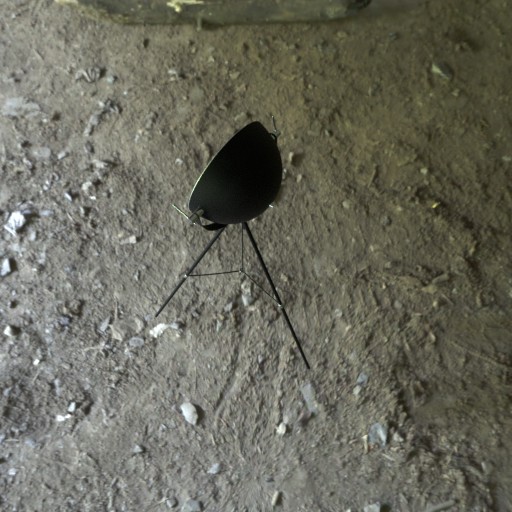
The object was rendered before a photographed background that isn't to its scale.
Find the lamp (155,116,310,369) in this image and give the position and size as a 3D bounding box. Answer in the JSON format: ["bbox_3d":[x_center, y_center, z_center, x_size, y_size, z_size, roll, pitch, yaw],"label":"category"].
[{"bbox_3d":[0.000,0.000,2.020,0.920,1.512,0.817,35,69,16],"label":"lamp"}]
